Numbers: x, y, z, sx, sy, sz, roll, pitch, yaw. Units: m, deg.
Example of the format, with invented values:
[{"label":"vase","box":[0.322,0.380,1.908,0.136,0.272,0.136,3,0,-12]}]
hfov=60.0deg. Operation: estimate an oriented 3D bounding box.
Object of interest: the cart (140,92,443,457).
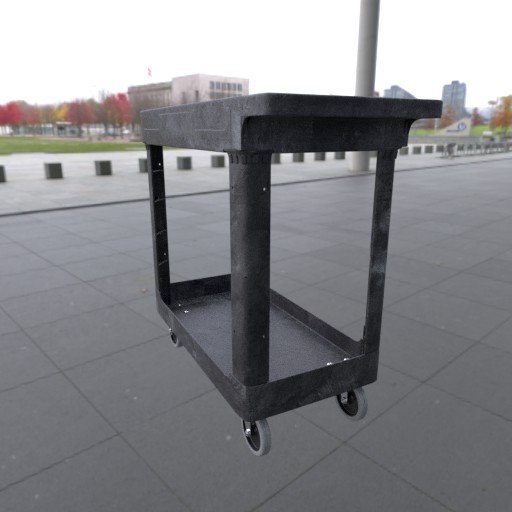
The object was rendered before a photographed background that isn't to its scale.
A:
[{"label":"cart","box":[0.000,0.000,1.289,0.420,0.824,0.877,-8,18,-26]}]
